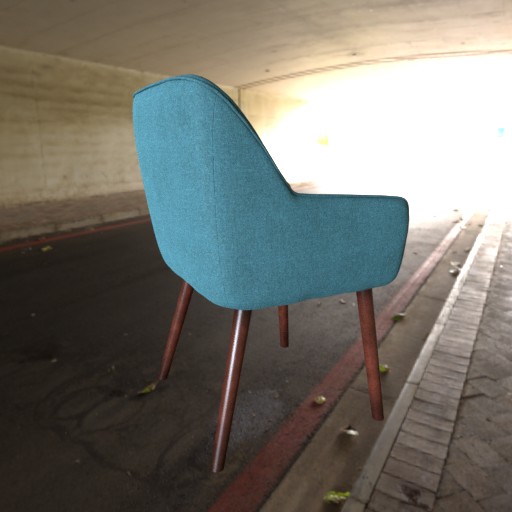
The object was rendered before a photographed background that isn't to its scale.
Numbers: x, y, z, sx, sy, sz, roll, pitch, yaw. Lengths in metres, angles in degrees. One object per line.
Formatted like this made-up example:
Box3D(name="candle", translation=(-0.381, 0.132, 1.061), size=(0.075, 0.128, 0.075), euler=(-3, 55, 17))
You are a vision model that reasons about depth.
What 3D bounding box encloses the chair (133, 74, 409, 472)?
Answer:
Box3D(name="chair", translation=(0.000, 0.000, 1.136), size=(0.519, 0.803, 0.543), euler=(-7, 16, -26))
